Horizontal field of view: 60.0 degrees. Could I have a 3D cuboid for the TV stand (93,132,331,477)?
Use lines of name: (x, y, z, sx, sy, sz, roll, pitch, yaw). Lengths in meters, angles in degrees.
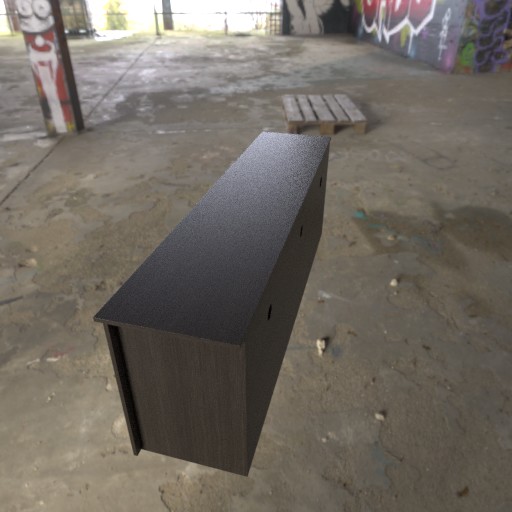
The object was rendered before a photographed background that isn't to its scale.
TV stand: (0.000, 0.000, 2.014, 0.406, 0.610, 1.778, 8, 33, 13)
